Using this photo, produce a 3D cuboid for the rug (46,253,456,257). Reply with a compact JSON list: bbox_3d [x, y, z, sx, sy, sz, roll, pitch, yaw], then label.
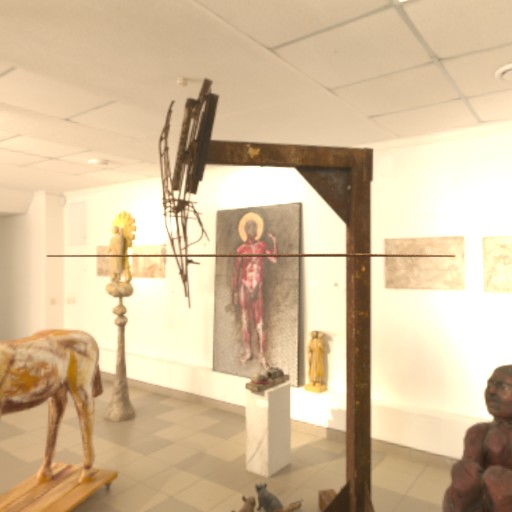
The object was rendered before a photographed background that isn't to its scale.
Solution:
[{"bbox_3d":[0.000,0.000,4.219,3.050,0.015,2.441,0,0,36],"label":"rug"}]
